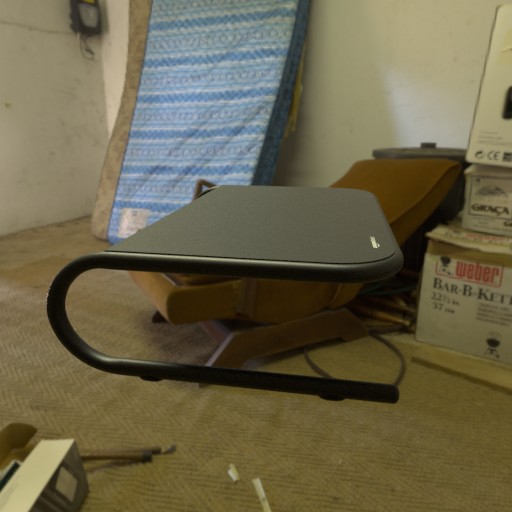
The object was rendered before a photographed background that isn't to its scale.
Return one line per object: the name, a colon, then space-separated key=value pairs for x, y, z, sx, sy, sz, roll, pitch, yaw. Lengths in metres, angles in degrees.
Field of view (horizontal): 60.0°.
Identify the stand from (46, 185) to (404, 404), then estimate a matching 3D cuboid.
stand: x=0.000 y=0.000 z=0.505 sx=0.280 sy=0.108 sz=0.370 roll=3 pitch=17 yaw=10
